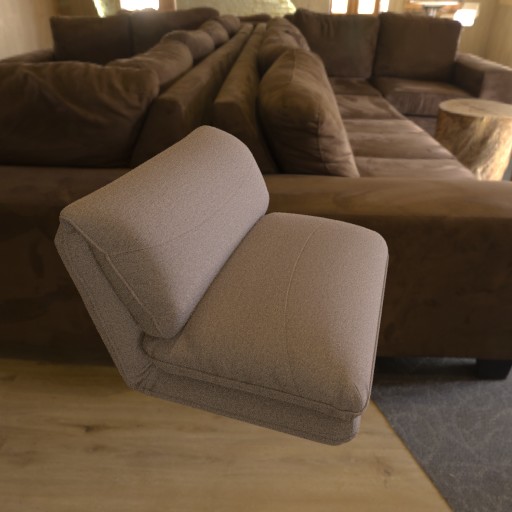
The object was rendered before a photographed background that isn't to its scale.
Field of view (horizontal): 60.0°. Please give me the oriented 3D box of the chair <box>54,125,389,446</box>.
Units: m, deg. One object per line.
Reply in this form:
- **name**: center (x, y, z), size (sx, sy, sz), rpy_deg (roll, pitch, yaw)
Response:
- **chair**: center (0.000, 0.000, 1.352), size (0.780, 0.580, 0.820), rpy_deg (9, 32, 15)
